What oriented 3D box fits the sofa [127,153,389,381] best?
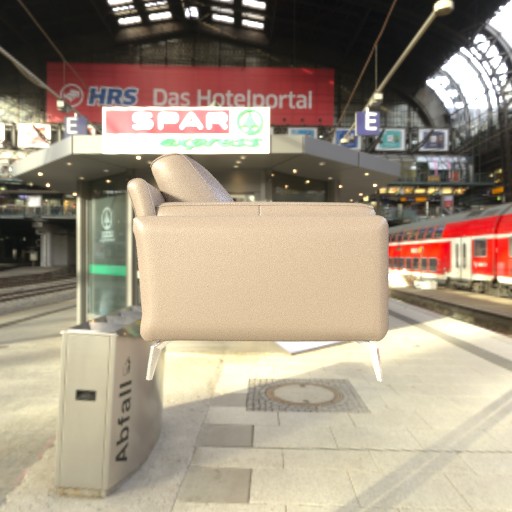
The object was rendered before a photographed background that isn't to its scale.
[{"bbox_3d":[0.000,0.000,2.628,1.049,0.930,2.101,0,0,0],"label":"sofa"}]
